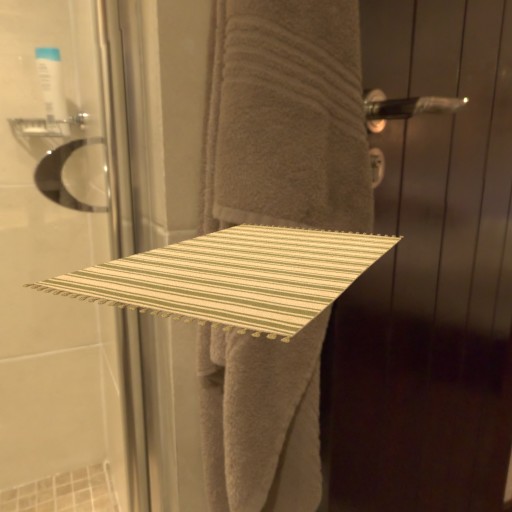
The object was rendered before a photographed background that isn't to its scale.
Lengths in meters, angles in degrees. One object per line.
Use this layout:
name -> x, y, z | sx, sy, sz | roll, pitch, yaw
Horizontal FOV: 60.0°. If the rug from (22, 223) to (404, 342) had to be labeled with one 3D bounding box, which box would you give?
rug -> 0.000, 0.000, 3.034 | 1.540, 0.018, 2.435 | 7, 15, 27
